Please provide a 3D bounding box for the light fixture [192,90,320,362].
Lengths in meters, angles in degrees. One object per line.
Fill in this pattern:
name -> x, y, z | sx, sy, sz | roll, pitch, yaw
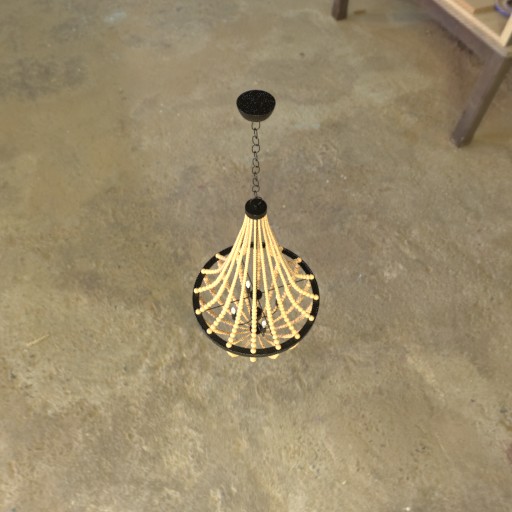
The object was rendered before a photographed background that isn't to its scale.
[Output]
light fixture -> 0.000, 0.000, 1.357 | 0.450, 1.133, 0.450 | 0, 57, 0
